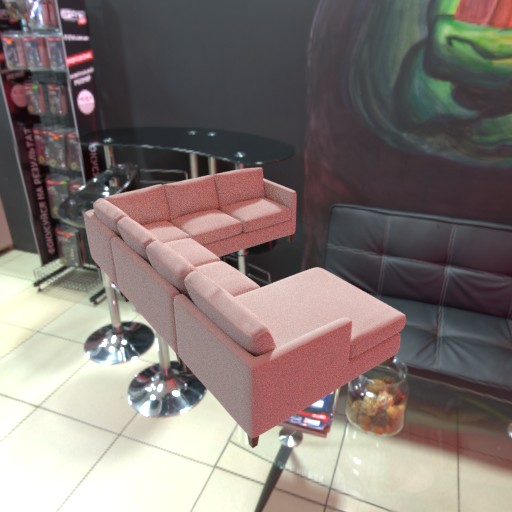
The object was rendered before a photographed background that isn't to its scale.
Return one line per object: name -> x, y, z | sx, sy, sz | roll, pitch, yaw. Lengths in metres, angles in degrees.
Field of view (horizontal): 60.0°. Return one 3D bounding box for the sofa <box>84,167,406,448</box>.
sofa -> 0.000, 0.000, 4.766 | 2.593, 0.956, 3.459 | -18, 32, -32
